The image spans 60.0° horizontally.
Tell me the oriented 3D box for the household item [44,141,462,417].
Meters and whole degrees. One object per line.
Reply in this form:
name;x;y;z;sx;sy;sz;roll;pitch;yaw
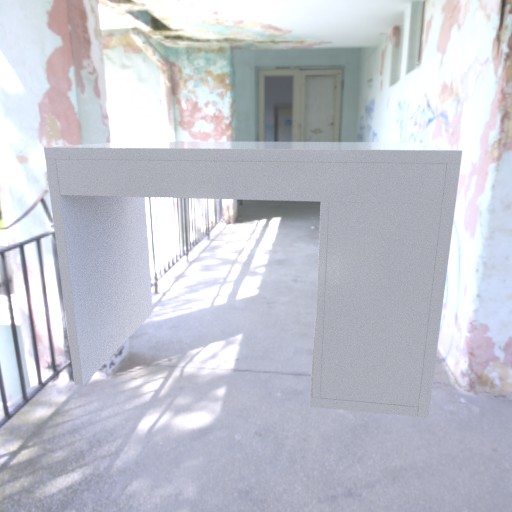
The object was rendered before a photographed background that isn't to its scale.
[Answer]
household item;0.000;0.000;1.535;1.100;0.749;0.597;3;16;9
